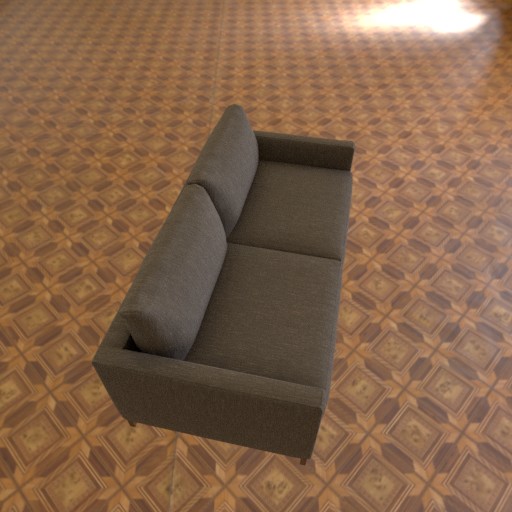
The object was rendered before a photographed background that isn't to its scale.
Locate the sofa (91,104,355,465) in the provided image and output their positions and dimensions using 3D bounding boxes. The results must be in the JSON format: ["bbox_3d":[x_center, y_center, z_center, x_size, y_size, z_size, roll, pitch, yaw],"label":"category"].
[{"bbox_3d":[0.000,0.000,2.228,0.875,0.840,1.682,9,48,8],"label":"sofa"}]
